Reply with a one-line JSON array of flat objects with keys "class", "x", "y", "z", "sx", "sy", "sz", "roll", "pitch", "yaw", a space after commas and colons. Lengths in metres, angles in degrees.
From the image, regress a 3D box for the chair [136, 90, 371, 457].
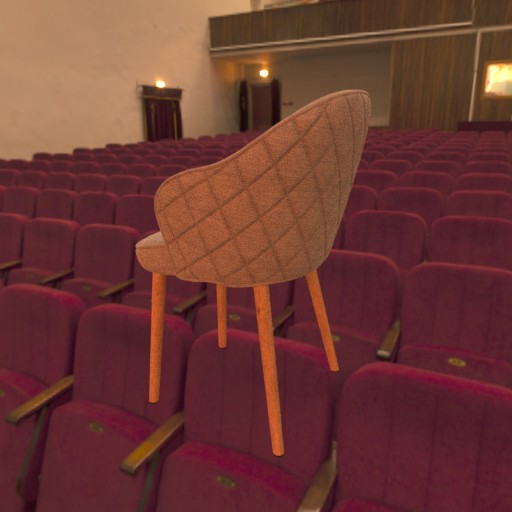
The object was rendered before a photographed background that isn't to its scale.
[{"class": "chair", "x": 0.000, "y": 0.000, "z": 1.166, "sx": 0.530, "sy": 0.800, "sz": 0.540, "roll": 8, "pitch": 18, "yaw": 26}]
